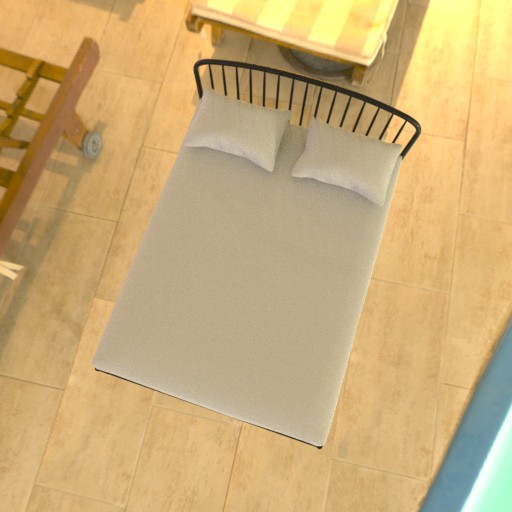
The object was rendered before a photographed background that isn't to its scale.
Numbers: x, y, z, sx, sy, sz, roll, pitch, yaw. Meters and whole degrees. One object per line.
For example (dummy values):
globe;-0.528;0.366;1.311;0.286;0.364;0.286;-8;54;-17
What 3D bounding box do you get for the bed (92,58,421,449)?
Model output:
bed;0.000;0.000;3.102;1.618;1.166;2.159;18;76;5
